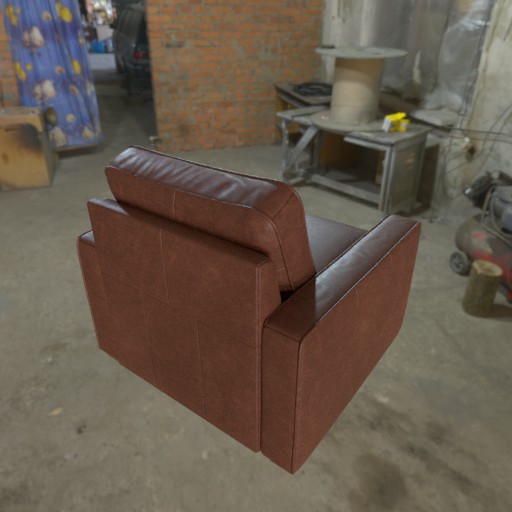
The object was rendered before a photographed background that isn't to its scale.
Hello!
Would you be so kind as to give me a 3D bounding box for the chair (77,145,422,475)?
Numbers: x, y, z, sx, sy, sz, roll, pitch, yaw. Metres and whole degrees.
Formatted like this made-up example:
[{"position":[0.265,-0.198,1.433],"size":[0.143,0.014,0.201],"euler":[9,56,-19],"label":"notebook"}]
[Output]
[{"position":[0.000,0.000,1.758],"size":[1.017,0.919,0.940],"euler":[20,35,31],"label":"chair"}]
